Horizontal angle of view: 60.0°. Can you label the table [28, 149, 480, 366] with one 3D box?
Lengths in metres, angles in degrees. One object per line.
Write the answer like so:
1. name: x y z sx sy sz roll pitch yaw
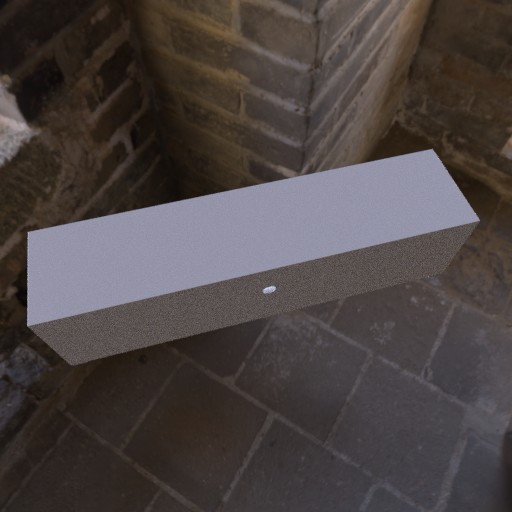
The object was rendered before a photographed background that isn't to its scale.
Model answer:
1. table: 0.000 0.000 1.839 1.650 0.420 0.390 -13 59 -8
